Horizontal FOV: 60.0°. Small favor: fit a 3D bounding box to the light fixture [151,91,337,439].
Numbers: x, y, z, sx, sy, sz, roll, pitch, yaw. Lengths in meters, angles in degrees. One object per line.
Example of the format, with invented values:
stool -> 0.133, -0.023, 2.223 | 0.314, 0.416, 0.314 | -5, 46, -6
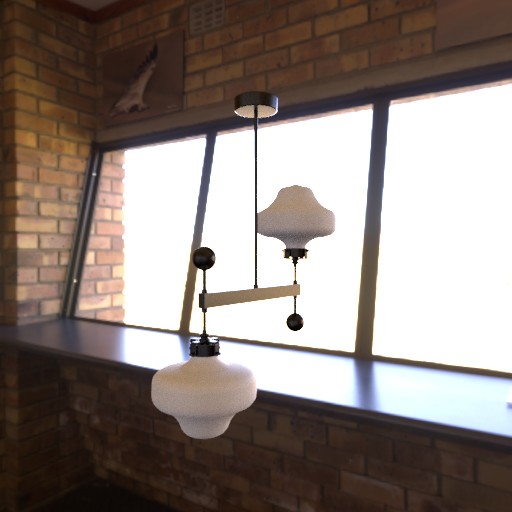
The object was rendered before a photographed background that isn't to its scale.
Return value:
light fixture -> 0.000, 0.000, 1.050 | 0.422, 0.743, 0.489 | 0, 0, 1
